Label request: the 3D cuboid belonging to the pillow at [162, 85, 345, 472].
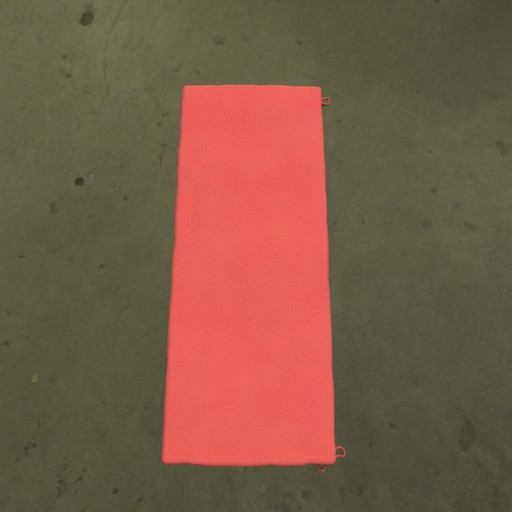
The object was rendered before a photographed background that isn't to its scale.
[{"bbox_3d":[0.000,0.000,1.325,0.492,0.081,1.187,0,75,0],"label":"pillow"}]
